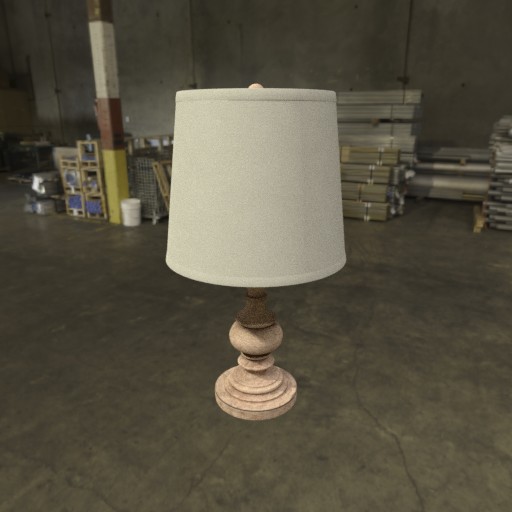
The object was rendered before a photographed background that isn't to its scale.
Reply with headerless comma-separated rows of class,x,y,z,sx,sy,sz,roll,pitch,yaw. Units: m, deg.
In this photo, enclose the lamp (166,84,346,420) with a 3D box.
lamp,0.000,0.000,0.685,0.273,0.497,0.273,0,18,0
